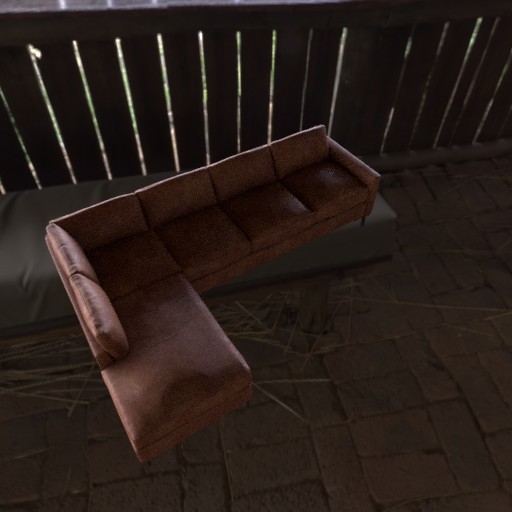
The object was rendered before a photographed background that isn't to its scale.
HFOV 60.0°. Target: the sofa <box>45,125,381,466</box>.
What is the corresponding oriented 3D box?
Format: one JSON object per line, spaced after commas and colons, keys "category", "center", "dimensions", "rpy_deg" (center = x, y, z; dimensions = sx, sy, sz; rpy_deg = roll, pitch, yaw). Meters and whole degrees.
{"category": "sofa", "center": [0.000, 0.000, 3.790], "dimensions": [2.984, 0.877, 1.938], "rpy_deg": [-25, 51, -22]}
